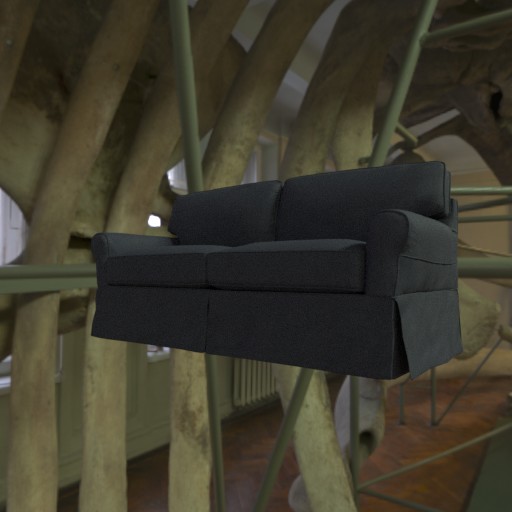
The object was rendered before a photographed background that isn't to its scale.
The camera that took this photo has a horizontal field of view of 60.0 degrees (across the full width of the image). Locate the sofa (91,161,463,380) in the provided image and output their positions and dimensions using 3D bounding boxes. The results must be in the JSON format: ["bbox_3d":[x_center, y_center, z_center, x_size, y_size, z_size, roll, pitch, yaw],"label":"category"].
[{"bbox_3d":[0.000,0.000,2.812,2.256,1.094,0.983,-1,-2,36],"label":"sofa"}]
